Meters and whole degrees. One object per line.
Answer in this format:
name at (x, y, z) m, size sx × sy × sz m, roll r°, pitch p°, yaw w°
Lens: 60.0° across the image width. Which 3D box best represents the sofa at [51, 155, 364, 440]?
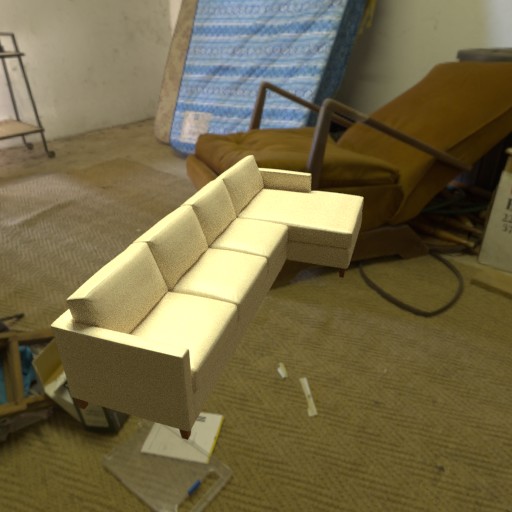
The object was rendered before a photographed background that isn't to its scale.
sofa at (0.000, 0.000, 4.095) m, size 1.603 × 0.954 × 3.471 m, roll 9°, pitch 30°, yaw 16°
